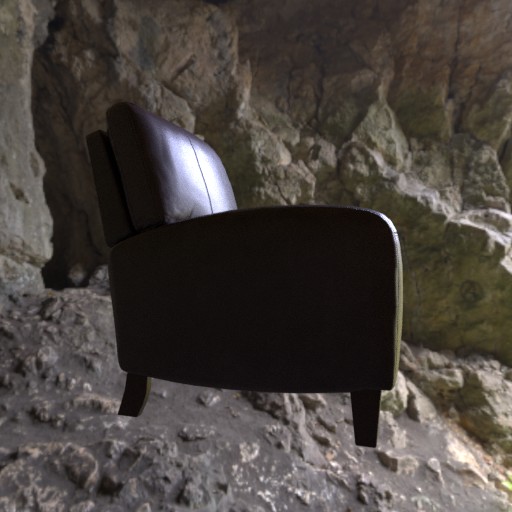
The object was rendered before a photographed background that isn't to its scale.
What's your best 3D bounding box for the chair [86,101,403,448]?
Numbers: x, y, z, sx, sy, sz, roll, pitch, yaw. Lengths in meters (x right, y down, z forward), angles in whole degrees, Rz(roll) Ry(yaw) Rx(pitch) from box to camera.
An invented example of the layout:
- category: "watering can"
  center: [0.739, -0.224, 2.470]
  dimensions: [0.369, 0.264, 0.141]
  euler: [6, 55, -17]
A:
- category: "chair"
  center: [0.000, 0.000, 1.580]
  dimensions: [0.990, 0.990, 0.762]
  euler: [0, 0, 18]
